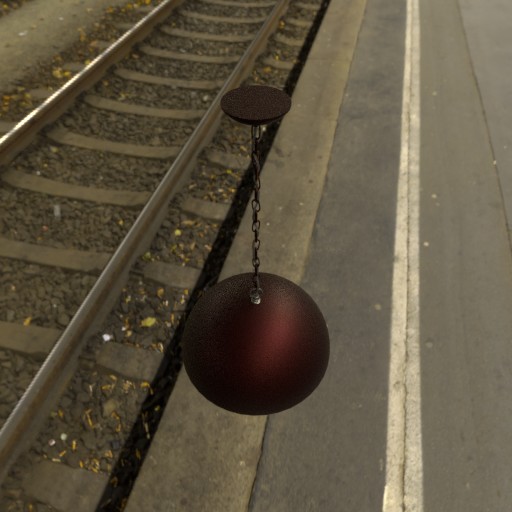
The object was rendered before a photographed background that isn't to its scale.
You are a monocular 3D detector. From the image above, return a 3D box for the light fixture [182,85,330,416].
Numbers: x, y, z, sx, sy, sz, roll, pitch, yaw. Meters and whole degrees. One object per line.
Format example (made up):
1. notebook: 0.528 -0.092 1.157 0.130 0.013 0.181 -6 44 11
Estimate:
1. light fixture: 0.000 0.000 1.175 0.492 0.869 0.492 -5 47 -5
